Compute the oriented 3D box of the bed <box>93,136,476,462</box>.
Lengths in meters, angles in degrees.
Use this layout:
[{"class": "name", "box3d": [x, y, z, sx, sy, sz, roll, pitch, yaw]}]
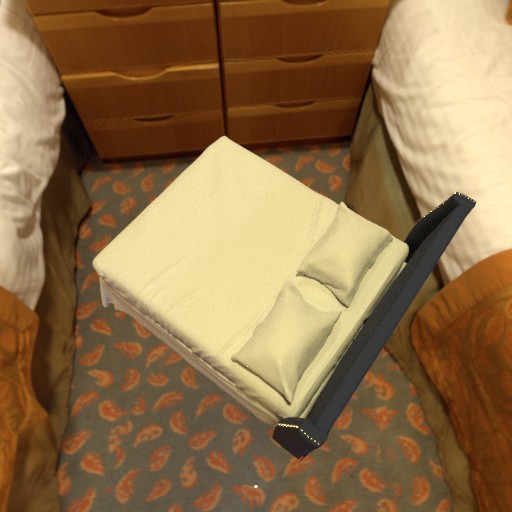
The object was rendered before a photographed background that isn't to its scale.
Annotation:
[{"class": "bed", "box3d": [0.000, 0.000, 3.473, 2.276, 1.332, 1.925, 34, 67, 16]}]
